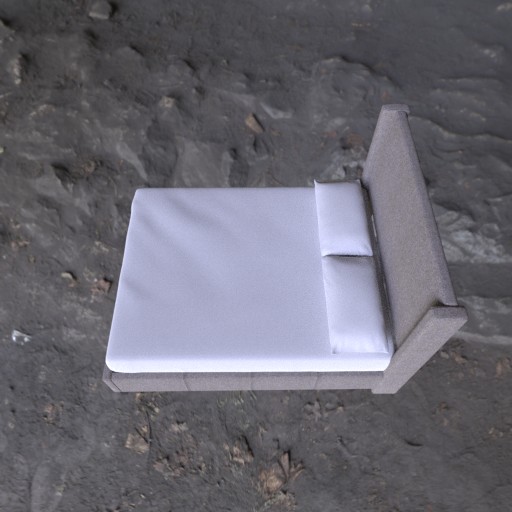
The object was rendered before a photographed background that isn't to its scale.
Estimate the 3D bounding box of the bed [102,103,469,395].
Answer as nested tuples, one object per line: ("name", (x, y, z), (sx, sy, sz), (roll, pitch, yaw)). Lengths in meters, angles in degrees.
("bed", (0.000, 0.000, 3.393), (2.245, 1.476, 1.714), (0, 58, 0))
